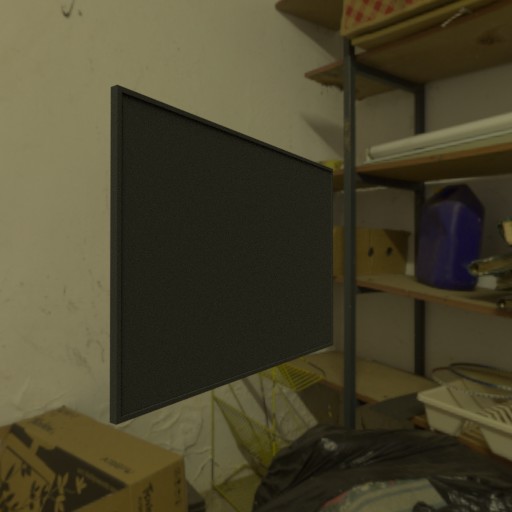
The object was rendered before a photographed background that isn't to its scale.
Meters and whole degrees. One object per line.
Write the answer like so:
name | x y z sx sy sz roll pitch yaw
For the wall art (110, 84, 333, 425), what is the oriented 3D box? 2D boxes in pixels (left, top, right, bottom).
wall art | 0.000 0.000 1.543 0.028 0.805 1.190 0 -1 35
